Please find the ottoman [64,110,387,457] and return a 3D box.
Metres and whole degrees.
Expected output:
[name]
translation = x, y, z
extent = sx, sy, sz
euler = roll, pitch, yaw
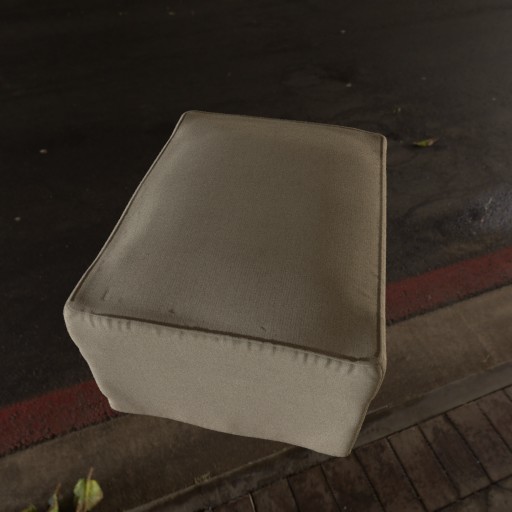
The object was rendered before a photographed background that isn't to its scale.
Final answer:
[ottoman]
translation = 0.000, 0.000, 1.239
extent = 0.650, 0.485, 0.833
euler = 8, 47, 8
